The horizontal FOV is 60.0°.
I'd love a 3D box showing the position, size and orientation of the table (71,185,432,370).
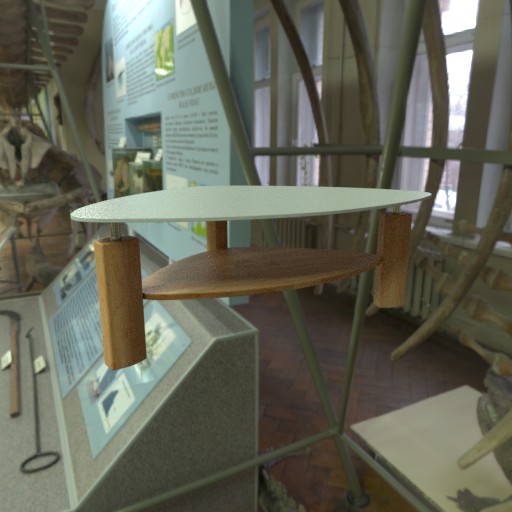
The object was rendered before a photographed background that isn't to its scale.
[{"bbox_3d":[0.000,0.000,1.618,1.250,0.440,0.850,-7,16,-27],"label":"table"}]
